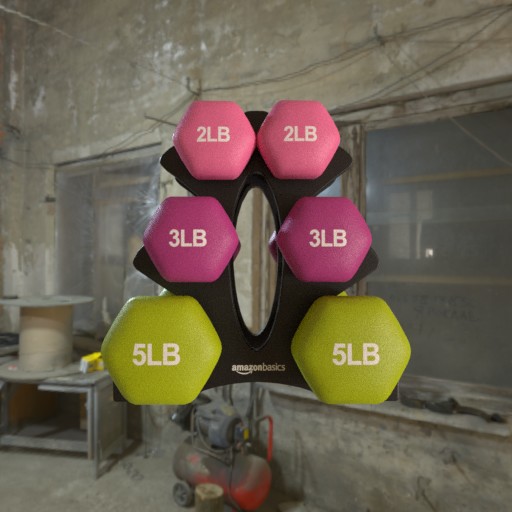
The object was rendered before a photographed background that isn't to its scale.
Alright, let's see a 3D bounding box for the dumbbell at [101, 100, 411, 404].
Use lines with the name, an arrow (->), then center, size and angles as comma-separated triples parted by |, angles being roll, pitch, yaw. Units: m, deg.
dumbbell -> 0.000, 0.000, 0.444 | 0.257, 0.261, 0.203 | 0, -1, -1
